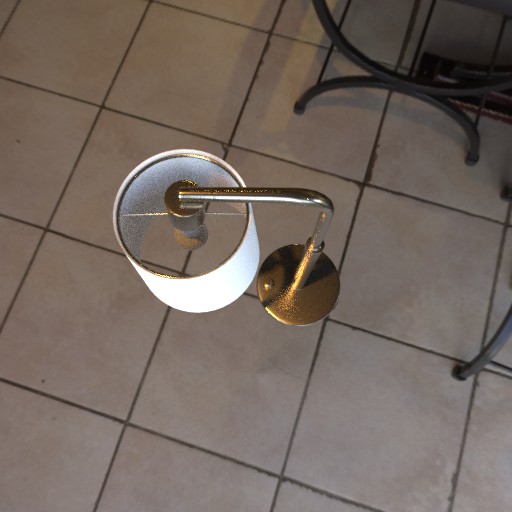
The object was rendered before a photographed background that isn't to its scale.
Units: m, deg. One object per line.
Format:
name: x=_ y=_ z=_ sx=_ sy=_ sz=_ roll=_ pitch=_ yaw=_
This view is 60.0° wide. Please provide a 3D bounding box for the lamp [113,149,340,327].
lamp: x=0.000 y=0.000 z=0.657 sx=0.333 sy=0.489 sz=0.171 roll=-1 pitch=75 yaw=0
